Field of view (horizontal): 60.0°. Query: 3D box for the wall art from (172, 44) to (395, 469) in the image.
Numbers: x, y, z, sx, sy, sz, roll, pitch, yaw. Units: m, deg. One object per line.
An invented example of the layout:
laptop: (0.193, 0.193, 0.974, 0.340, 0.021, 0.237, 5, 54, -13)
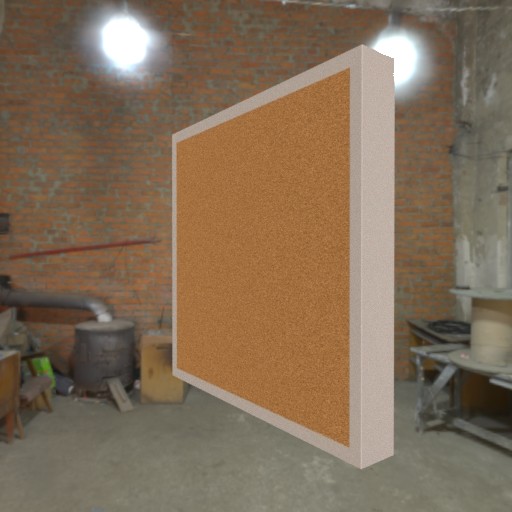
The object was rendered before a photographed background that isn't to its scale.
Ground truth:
wall art: (0.000, 0.000, 0.451, 0.038, 0.305, 0.305, 0, 1, -37)
